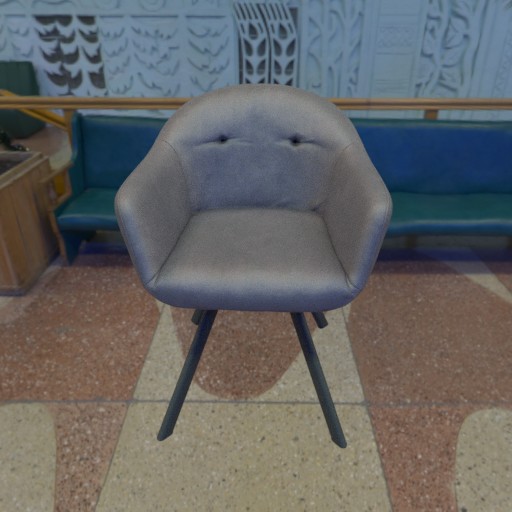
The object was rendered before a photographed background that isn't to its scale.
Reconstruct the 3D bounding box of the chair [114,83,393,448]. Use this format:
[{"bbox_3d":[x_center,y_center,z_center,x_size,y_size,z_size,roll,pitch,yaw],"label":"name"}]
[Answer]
[{"bbox_3d":[0.000,0.000,1.161,0.567,0.781,0.544,1,29,2],"label":"chair"}]
